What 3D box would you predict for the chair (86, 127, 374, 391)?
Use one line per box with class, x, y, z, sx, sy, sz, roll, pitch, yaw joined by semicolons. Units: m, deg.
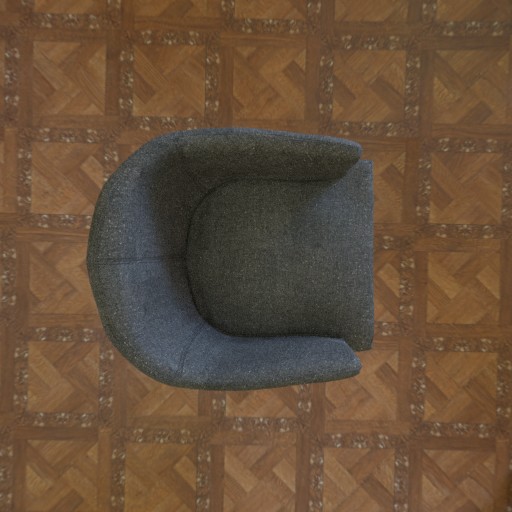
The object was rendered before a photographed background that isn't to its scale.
chair;0.000;0.000;1.253;0.655;0.811;0.583;0;91;1
